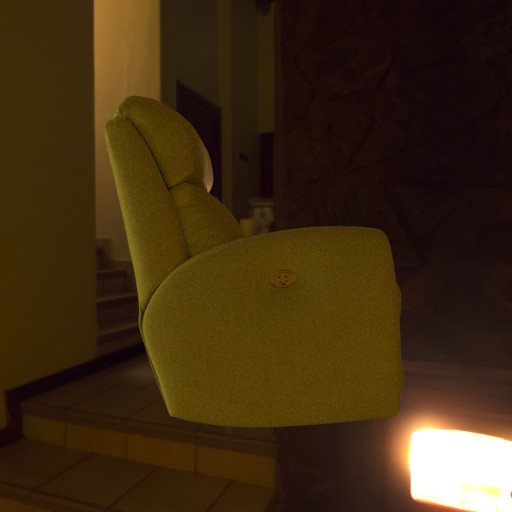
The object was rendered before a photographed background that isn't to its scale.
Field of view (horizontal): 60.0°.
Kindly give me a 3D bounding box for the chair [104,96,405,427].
[{"bbox_3d":[0.000,0.000,1.644,0.940,1.016,0.794,0,1,1],"label":"chair"}]
